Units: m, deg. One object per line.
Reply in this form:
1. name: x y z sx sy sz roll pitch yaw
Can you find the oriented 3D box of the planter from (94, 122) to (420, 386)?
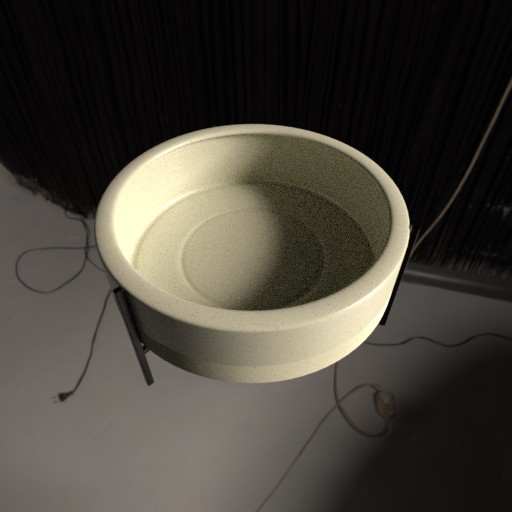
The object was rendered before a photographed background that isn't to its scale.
1. planter: 0.000 0.000 0.542 0.345 0.171 0.336 10 47 9
